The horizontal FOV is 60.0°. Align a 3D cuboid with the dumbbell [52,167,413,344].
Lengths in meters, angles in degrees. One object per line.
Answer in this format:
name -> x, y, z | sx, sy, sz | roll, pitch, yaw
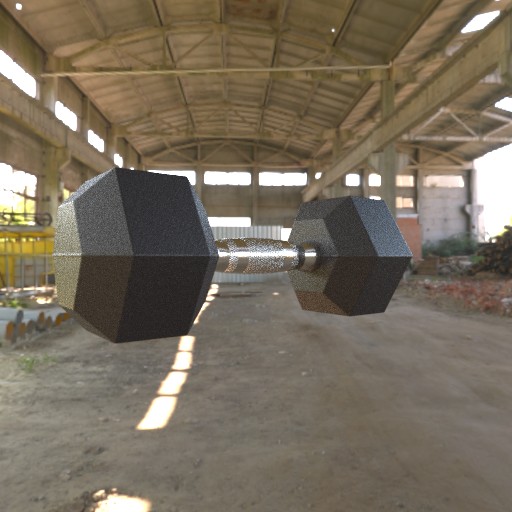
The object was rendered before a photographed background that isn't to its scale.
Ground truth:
dumbbell -> 0.000, 0.000, 0.388 | 0.315, 0.113, 0.129 | 0, 0, -36
